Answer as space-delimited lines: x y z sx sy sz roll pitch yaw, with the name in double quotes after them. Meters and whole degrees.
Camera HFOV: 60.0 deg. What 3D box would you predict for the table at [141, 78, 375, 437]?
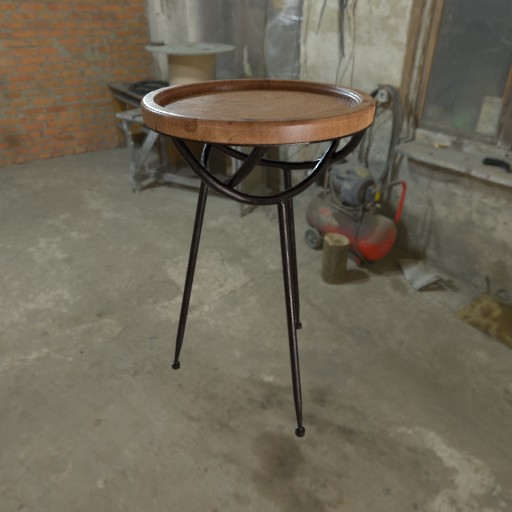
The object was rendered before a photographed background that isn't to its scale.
0.000 0.000 0.958 0.418 0.664 0.414 9 31 15 "table"
